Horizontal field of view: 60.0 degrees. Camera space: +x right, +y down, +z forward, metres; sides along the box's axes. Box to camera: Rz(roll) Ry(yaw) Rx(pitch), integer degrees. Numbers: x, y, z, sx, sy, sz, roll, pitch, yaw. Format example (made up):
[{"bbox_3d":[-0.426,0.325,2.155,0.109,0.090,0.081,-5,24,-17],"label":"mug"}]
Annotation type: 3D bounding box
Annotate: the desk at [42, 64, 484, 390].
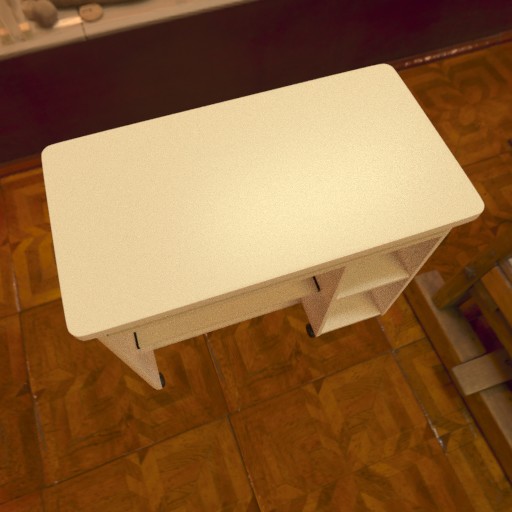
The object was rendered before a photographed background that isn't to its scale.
[{"bbox_3d":[0.000,0.000,1.306,0.877,0.763,0.475,-17,65,-8],"label":"desk"}]
